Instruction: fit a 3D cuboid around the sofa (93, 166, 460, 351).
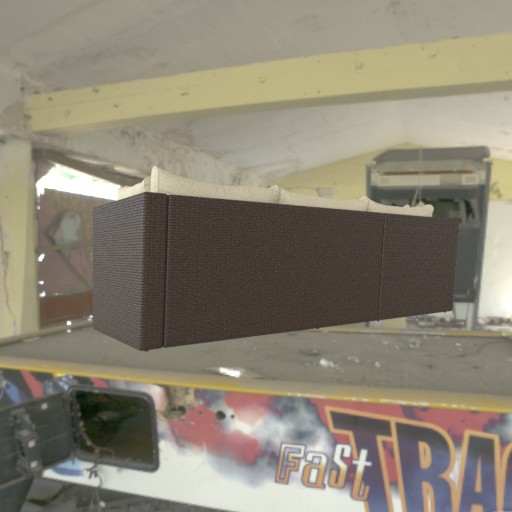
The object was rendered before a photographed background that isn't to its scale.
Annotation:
[{"bbox_3d":[0.000,0.000,2.970,2.192,0.766,1.612,0,0,-36],"label":"sofa"}]
